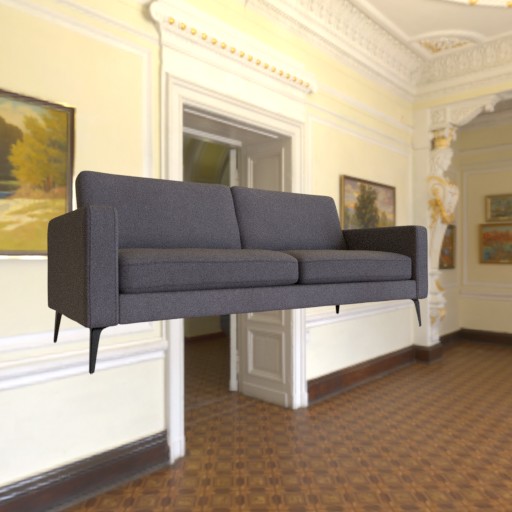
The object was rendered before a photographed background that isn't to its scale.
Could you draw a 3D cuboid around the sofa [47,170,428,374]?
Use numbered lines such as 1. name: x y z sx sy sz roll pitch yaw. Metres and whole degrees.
1. sofa: 0.000 0.000 2.362 1.925 0.828 0.774 0 0 -34
